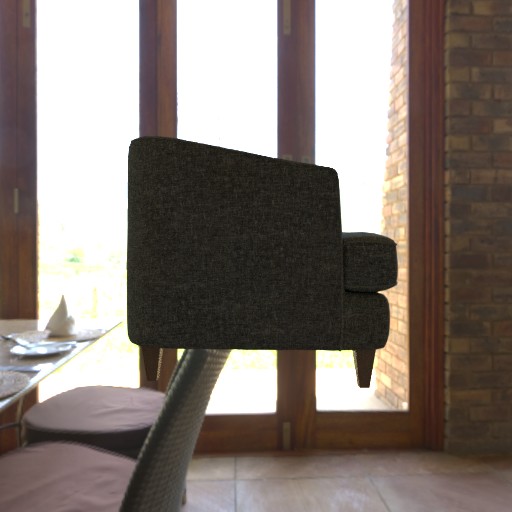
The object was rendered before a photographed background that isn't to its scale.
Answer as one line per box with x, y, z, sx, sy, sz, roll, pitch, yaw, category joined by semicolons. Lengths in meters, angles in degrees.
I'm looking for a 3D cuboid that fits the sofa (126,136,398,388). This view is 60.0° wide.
0.000;0.000;2.233;0.941;0.855;1.733;0;0;0;sofa
